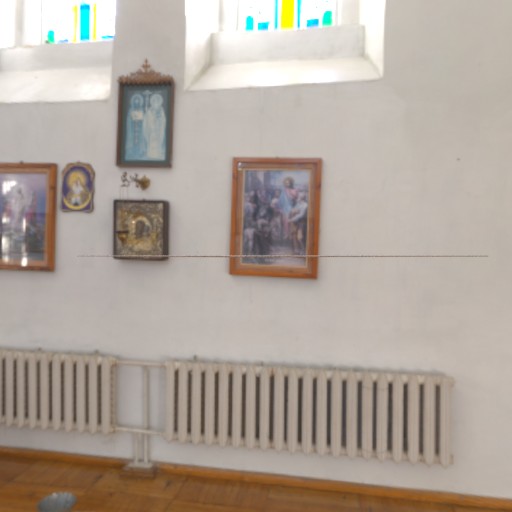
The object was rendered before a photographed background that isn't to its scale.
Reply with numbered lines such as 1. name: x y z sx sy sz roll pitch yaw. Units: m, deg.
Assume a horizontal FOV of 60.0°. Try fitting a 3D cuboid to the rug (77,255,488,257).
1. rug: 0.000 0.000 4.109 2.442 0.008 3.046 0 0 -35
